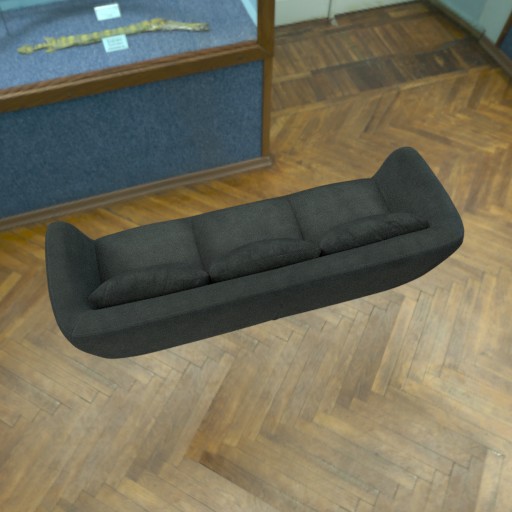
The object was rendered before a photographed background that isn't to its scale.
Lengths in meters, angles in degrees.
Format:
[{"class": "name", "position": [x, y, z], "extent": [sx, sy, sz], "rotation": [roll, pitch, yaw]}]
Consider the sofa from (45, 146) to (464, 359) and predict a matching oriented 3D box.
[{"class": "sofa", "position": [0.000, 0.000, 2.745], "extent": [2.296, 0.875, 0.956], "rotation": [-14, 59, -8]}]
